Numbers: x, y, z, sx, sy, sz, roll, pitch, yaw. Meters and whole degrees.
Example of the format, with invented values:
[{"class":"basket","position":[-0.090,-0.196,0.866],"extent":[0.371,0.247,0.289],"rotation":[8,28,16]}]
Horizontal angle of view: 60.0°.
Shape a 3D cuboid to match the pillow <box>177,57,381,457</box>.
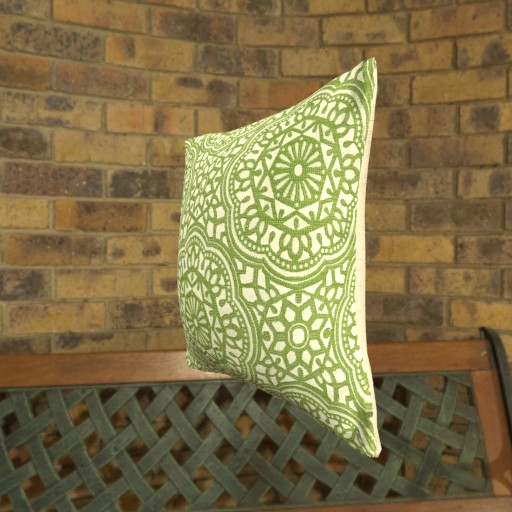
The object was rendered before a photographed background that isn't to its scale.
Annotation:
[{"class":"pillow","position":[0.000,0.000,0.638],"extent":[0.162,0.419,0.440],"rotation":[-1,2,-35]}]
